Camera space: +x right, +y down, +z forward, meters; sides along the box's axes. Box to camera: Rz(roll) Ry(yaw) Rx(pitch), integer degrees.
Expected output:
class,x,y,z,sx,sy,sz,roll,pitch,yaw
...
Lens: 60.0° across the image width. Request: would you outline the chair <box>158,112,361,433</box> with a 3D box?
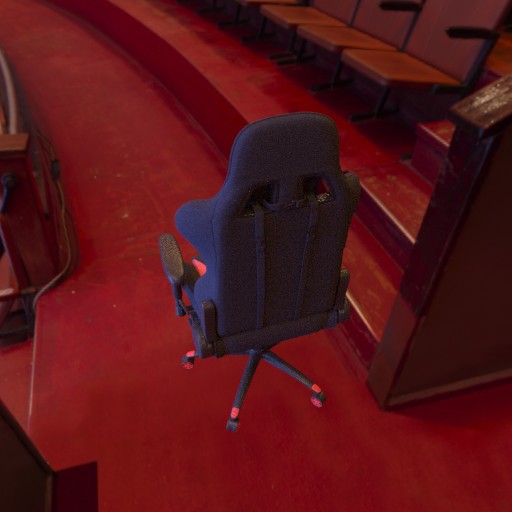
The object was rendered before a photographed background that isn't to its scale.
class,x,y,z,sx,sy,sz,roll,pitch,yaw
chair,0.000,0.000,1.691,0.695,1.326,0.658,-12,42,-14
